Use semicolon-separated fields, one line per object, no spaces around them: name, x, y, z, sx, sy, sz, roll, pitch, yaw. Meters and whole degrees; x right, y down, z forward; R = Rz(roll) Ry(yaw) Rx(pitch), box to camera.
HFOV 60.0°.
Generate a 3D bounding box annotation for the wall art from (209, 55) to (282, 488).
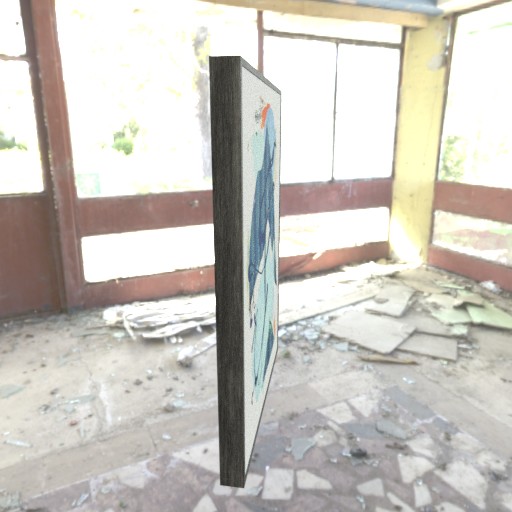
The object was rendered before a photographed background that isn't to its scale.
wall art;0.000;0.000;1.359;0.063;1.016;0.762;2;16;9
